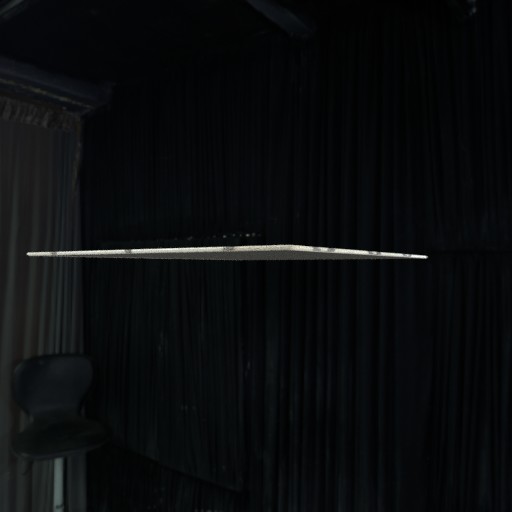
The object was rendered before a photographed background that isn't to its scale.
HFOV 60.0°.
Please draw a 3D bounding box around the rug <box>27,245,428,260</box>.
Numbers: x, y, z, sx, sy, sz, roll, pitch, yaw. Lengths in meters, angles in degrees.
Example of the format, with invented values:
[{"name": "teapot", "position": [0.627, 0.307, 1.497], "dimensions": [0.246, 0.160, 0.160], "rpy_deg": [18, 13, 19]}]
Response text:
[{"name": "rug", "position": [0.000, 0.000, 4.097], "dimensions": [2.399, 0.026, 3.000], "rpy_deg": [-1, -2, 33]}]
